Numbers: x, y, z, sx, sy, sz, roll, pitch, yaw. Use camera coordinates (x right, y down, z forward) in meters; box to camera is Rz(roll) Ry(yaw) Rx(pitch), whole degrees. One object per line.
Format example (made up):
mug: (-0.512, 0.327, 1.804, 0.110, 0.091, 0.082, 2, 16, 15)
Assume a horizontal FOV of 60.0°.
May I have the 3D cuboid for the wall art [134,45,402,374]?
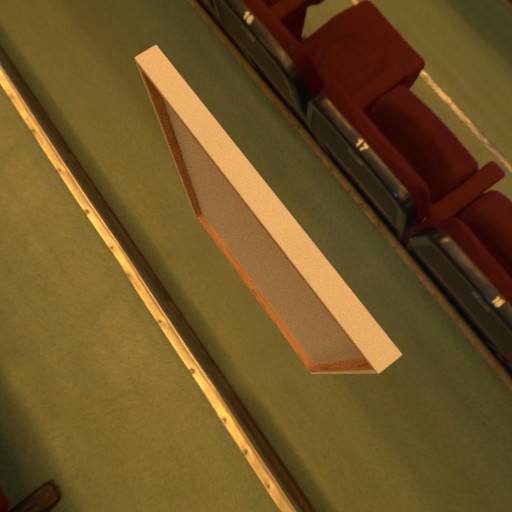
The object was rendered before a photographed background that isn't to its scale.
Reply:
wall art: (0.000, 0.000, 0.837, 0.037, 0.606, 0.508, -35, 78, -9)
